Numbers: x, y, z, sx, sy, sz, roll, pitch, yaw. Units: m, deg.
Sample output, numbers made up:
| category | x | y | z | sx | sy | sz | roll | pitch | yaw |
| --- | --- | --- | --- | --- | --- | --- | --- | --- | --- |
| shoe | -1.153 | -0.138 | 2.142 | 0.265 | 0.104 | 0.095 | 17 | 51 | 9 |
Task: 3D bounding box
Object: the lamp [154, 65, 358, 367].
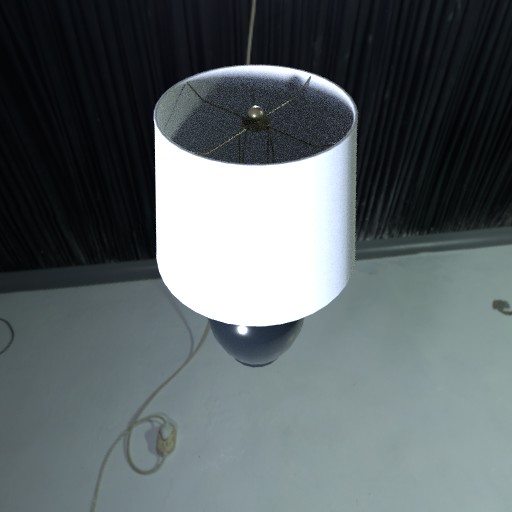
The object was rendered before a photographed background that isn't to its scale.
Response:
| category | x | y | z | sx | sy | sz | roll | pitch | yaw |
| --- | --- | --- | --- | --- | --- | --- | --- | --- | --- |
| lamp | 0.000 | 0.000 | 0.556 | 0.239 | 0.399 | 0.239 | 0 | 46 | 0 |
